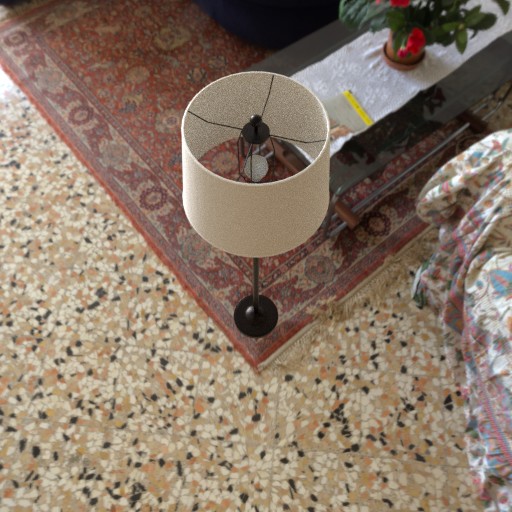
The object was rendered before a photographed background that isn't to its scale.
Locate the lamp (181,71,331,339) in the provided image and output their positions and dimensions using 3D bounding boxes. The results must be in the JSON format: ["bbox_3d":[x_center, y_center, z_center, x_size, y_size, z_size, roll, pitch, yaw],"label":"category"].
[{"bbox_3d":[0.000,0.000,1.696,0.431,1.484,0.431,0,64,0],"label":"lamp"}]
